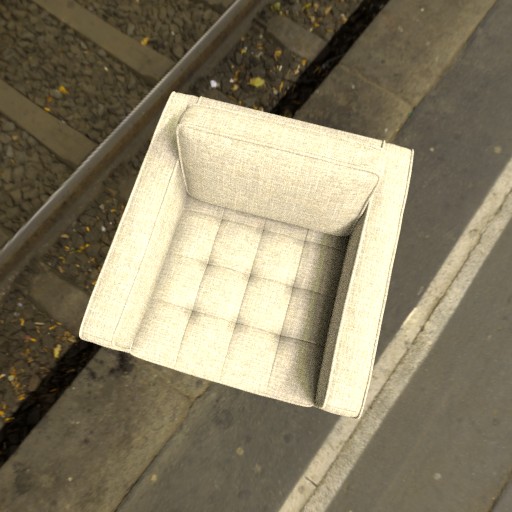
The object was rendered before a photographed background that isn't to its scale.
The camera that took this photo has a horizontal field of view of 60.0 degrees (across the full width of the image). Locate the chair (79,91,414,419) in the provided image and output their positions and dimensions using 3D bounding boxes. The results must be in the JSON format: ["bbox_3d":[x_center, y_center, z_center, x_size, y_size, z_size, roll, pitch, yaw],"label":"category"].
[{"bbox_3d":[0.000,0.000,1.594,0.889,0.765,0.914,15,75,4],"label":"chair"}]
